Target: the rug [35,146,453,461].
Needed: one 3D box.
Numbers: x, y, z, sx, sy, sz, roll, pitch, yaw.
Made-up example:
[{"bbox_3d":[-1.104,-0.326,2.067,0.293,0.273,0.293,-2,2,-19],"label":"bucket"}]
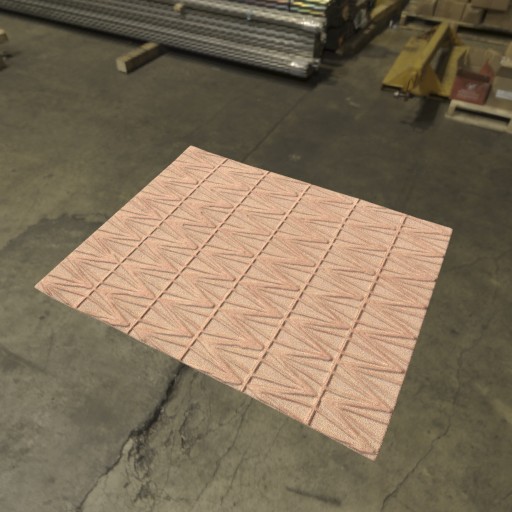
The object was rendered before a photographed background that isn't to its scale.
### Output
[{"bbox_3d":[0.000,0.000,4.056,3.052,0.043,2.453,21,51,19],"label":"rug"}]
